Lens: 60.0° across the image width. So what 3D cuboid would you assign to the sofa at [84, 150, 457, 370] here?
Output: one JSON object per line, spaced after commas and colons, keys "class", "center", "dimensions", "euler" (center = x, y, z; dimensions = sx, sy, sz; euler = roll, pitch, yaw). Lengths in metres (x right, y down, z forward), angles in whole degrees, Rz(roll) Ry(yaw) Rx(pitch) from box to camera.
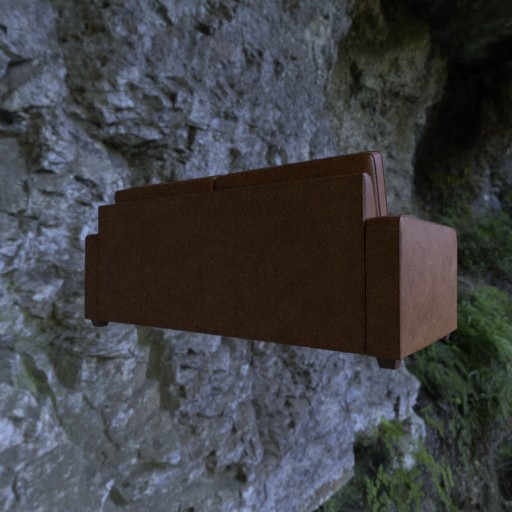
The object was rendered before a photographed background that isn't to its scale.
{"class": "sofa", "center": [0.000, 0.000, 2.715], "dimensions": [2.156, 0.928, 0.991], "euler": [-1, -1, 36]}
